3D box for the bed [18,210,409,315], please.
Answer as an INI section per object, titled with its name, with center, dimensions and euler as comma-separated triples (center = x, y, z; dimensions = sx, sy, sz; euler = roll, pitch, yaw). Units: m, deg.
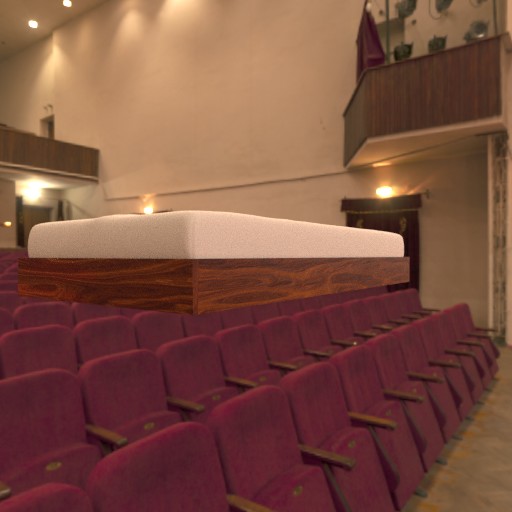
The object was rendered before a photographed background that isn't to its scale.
[bed]
center = 0.000, 0.000, 2.203
dimensions = 0.940, 0.312, 1.860
euler = 0, 0, 36
